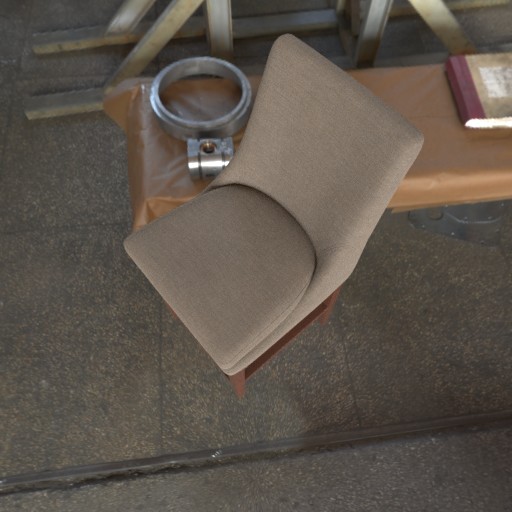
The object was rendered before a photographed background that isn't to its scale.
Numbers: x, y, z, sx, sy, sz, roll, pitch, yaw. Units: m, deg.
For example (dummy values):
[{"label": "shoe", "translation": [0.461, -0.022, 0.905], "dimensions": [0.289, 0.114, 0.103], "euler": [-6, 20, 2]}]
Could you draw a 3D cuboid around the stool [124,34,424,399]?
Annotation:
[{"label": "stool", "translation": [0.000, 0.000, 1.289], "dimensions": [0.577, 0.981, 0.470], "euler": [-37, 69, -17]}]
